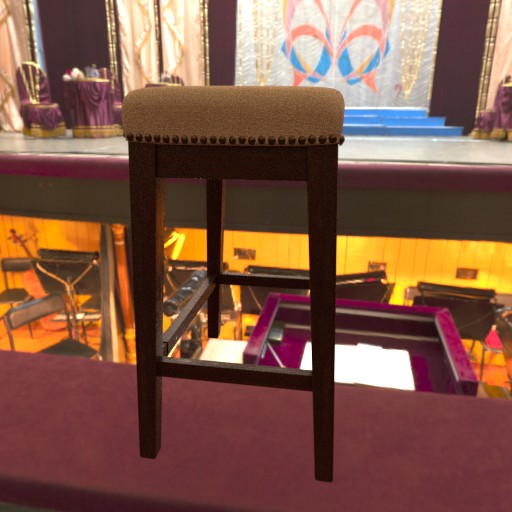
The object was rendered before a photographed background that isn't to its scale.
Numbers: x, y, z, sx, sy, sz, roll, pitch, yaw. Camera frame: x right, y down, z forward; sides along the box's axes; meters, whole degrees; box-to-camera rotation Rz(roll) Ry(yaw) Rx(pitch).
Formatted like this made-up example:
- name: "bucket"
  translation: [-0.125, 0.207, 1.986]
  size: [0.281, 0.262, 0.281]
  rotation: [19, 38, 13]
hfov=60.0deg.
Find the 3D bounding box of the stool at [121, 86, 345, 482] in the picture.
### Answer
- name: "stool"
  translation: [0.000, 0.000, 0.950]
  size: [0.363, 0.669, 0.509]
  rotation: [3, 18, 9]
